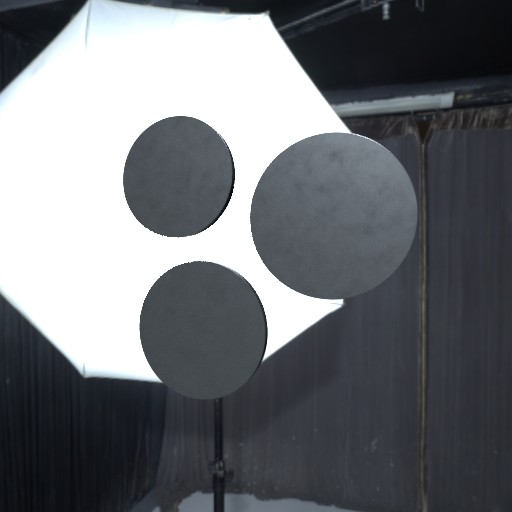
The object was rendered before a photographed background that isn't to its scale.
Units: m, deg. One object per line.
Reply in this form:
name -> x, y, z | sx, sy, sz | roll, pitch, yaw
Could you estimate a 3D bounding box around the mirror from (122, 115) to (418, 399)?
mirror -> 0.000, 0.000, 3.150 | 2.160, 2.096, 0.076 | 0, 0, 18
